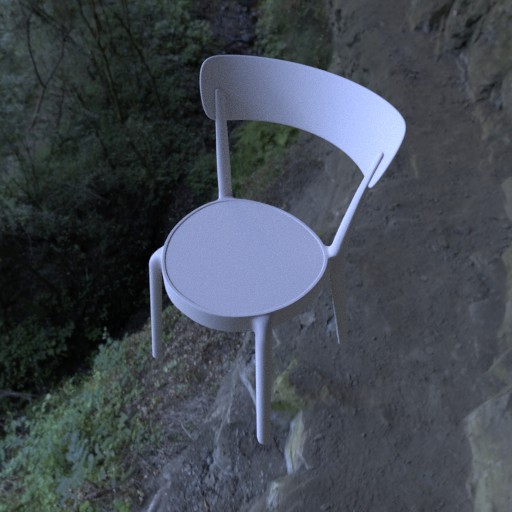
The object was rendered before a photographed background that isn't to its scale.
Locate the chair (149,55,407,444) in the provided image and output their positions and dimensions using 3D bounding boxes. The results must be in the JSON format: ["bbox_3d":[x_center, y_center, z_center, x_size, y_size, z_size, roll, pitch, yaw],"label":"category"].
[{"bbox_3d":[0.000,0.000,1.128,0.506,0.790,0.491,30,54,25],"label":"chair"}]
